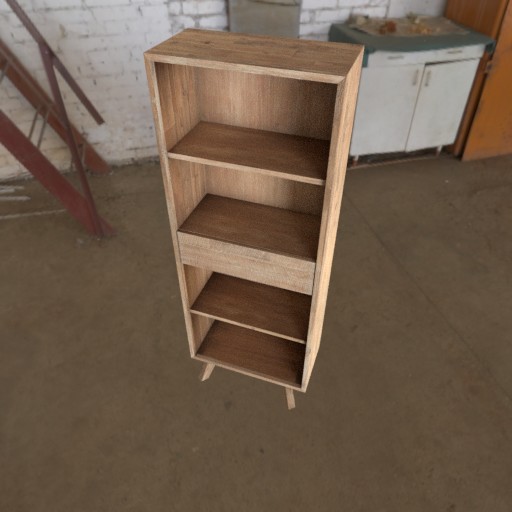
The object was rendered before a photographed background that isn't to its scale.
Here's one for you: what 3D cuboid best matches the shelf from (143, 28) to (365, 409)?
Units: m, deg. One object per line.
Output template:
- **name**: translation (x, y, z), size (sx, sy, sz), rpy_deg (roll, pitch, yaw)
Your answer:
- **shelf**: translation (0.000, 0.000, 1.526), size (0.491, 1.342, 0.267), rpy_deg (13, 43, 15)
